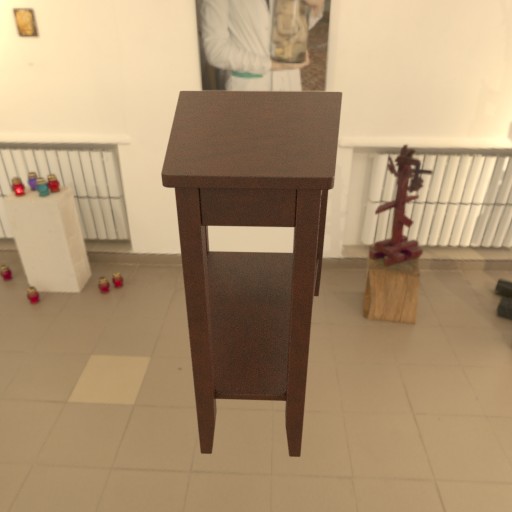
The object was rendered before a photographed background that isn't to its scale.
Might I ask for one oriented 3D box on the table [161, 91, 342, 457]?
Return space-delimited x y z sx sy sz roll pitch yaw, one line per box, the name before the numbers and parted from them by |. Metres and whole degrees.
table | 0.000 0.000 0.981 0.399 0.589 0.605 1 30 2
